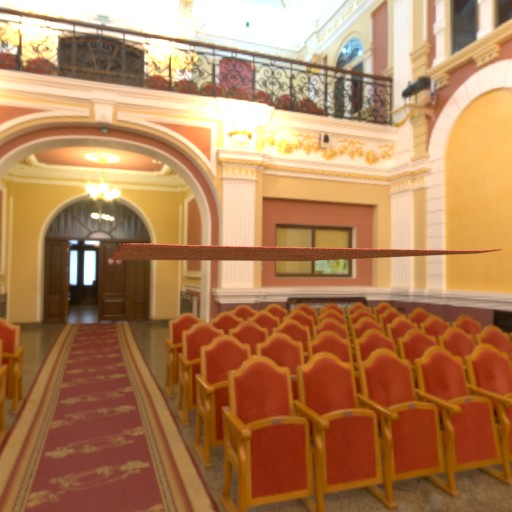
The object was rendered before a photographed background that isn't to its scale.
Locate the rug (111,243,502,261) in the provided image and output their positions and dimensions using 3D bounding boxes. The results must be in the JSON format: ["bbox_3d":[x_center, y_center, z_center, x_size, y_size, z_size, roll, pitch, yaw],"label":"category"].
[{"bbox_3d":[0.000,0.000,4.057,2.489,0.030,3.086,1,-2,-19],"label":"rug"}]
